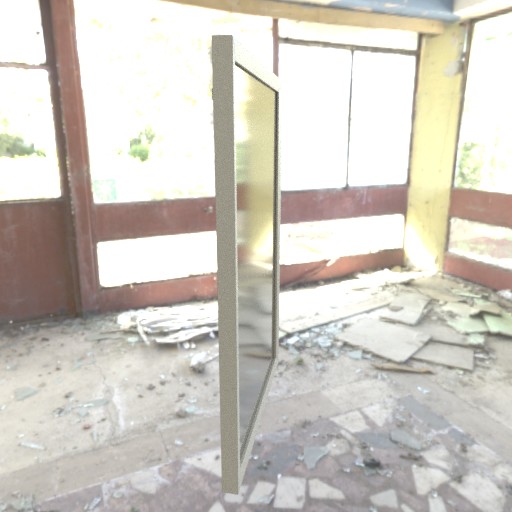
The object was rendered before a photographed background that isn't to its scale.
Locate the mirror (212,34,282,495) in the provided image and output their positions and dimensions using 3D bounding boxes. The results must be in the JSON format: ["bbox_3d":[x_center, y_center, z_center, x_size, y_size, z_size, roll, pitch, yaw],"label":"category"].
[{"bbox_3d":[0.000,0.000,1.140,0.041,0.914,0.609,3,15,11],"label":"mirror"}]
